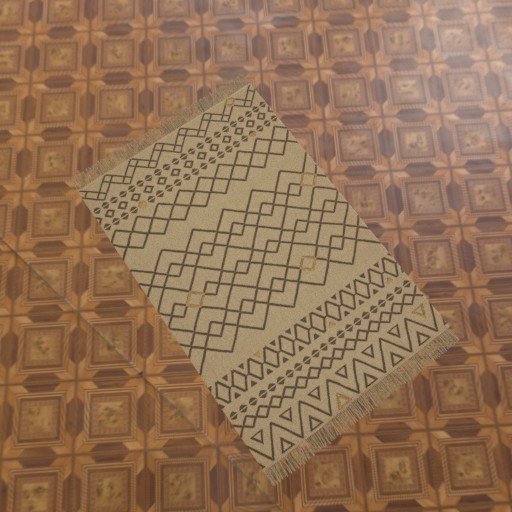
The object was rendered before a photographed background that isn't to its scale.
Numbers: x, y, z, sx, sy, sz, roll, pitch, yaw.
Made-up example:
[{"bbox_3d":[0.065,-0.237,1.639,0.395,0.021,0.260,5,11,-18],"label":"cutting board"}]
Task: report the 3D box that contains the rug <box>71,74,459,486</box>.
[{"bbox_3d":[0.000,0.000,3.003,1.495,0.035,2.472,-35,78,-8],"label":"rug"}]
